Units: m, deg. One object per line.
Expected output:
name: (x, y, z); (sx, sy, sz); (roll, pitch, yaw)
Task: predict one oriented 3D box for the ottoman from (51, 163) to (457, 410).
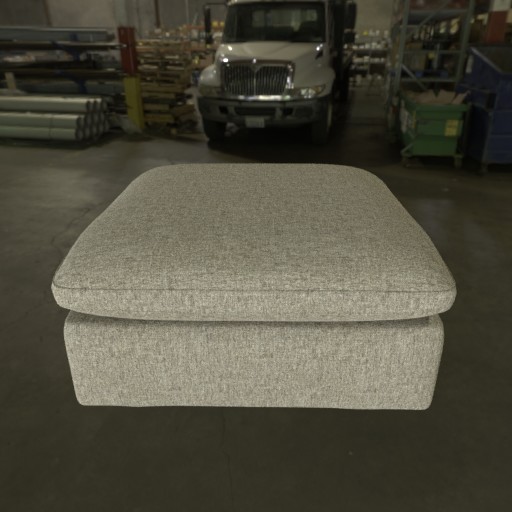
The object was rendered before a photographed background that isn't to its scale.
ottoman: (0.000, 0.000, 1.572); (1.035, 0.526, 1.039); (0, 26, 1)
